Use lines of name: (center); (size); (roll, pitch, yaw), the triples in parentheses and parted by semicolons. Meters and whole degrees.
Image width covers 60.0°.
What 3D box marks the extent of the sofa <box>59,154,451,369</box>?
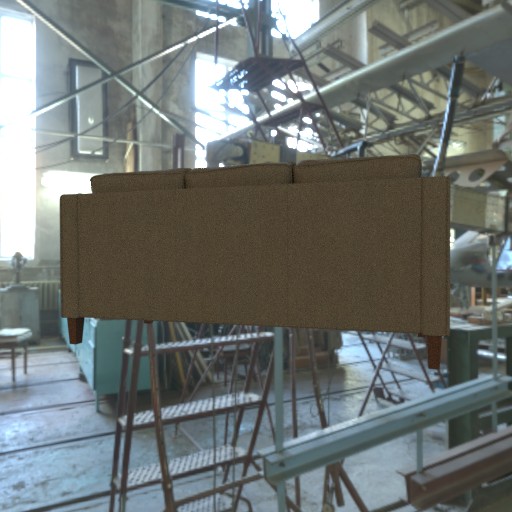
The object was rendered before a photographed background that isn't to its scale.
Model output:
sofa: (0.000, 0.000, 2.581); (1.986, 0.974, 0.911); (0, 0, 17)
